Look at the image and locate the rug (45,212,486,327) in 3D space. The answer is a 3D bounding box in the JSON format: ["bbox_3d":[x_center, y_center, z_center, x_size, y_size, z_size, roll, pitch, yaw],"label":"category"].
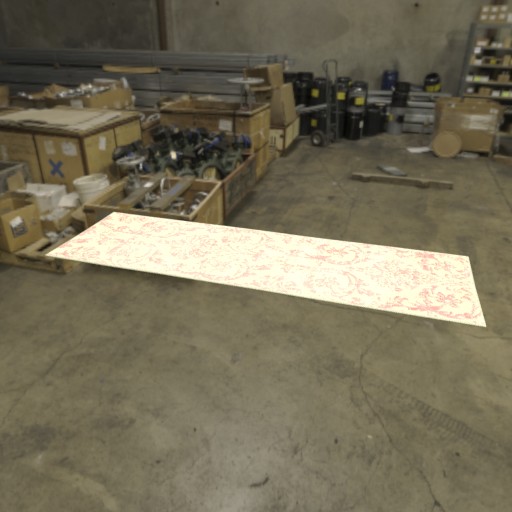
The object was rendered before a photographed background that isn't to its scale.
[{"bbox_3d":[0.000,0.000,2.399,2.196,0.011,0.662,8,28,15],"label":"rug"}]
